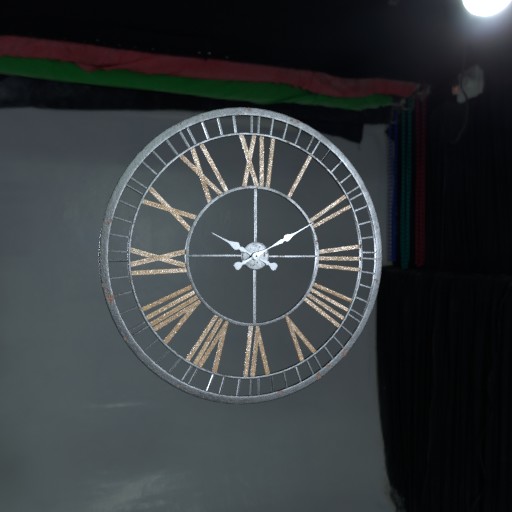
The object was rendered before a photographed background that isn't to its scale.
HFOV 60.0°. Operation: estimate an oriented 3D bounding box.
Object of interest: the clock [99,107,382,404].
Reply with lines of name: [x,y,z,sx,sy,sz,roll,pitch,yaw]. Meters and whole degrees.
clock: [0.000,0.000,1.261,0.843,0.843,0.025,0,0,-19]
